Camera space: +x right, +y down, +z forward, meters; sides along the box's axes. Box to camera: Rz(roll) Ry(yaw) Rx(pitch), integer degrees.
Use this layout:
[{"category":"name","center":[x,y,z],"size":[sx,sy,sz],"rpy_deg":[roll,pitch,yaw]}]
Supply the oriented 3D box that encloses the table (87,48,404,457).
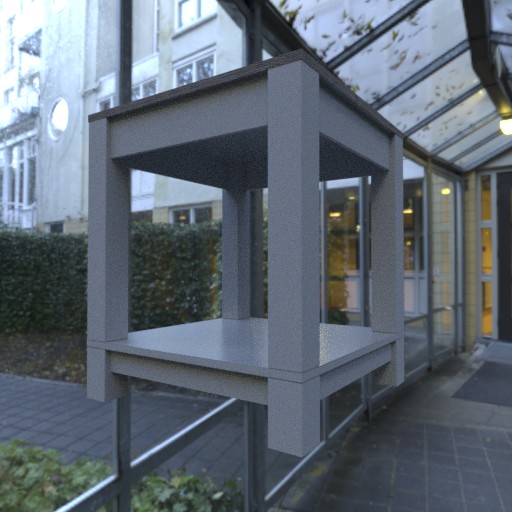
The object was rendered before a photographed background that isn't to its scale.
[{"category":"table","center":[0.000,0.000,0.987],"size":[0.506,0.587,0.504],"rpy_deg":[-1,-1,34]}]
